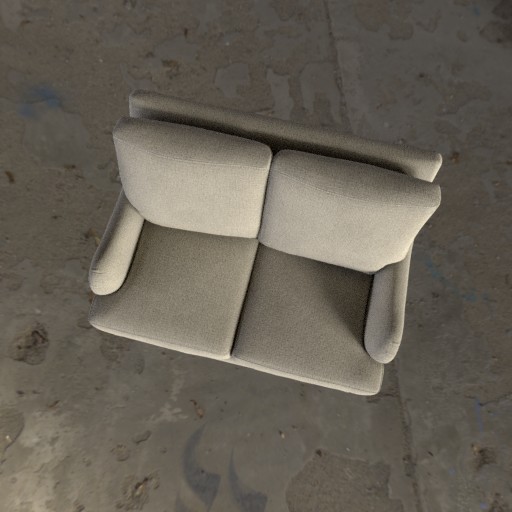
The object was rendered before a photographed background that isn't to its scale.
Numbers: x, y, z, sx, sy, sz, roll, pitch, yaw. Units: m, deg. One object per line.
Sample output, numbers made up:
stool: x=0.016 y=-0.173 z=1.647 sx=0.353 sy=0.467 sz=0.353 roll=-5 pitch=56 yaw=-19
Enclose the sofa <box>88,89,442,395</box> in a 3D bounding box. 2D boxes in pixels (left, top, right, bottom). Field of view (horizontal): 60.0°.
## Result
sofa: x=0.000 y=0.000 z=2.236 sx=1.480 sy=0.999 sz=1.087 roll=13 pitch=76 yaw=3
